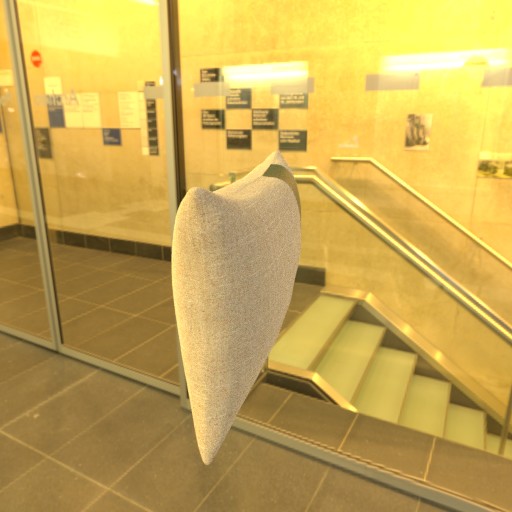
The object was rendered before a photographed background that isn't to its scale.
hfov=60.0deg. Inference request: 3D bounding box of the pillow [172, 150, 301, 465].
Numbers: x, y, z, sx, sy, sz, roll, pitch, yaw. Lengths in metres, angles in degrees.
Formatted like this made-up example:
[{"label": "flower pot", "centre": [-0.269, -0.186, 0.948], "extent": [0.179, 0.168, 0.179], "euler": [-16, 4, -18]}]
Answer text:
[{"label": "pillow", "centre": [0.000, 0.000, 1.016], "extent": [0.197, 0.429, 0.859], "euler": [3, 17, 9]}]
